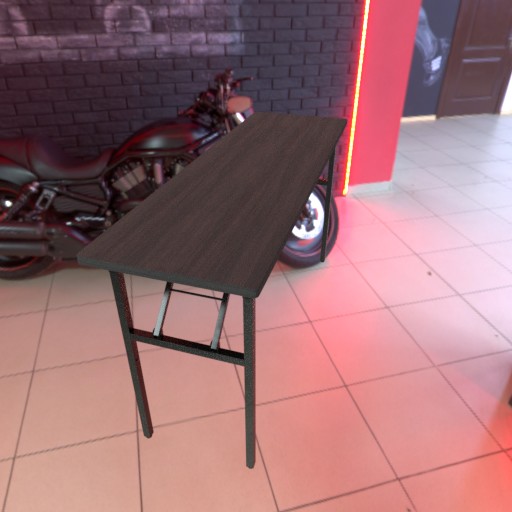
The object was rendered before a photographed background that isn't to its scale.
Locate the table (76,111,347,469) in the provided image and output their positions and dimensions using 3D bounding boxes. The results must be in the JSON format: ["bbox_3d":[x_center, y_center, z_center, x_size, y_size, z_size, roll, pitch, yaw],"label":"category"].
[{"bbox_3d":[0.000,0.000,1.743,0.449,0.750,1.399,9,33,15],"label":"table"}]
